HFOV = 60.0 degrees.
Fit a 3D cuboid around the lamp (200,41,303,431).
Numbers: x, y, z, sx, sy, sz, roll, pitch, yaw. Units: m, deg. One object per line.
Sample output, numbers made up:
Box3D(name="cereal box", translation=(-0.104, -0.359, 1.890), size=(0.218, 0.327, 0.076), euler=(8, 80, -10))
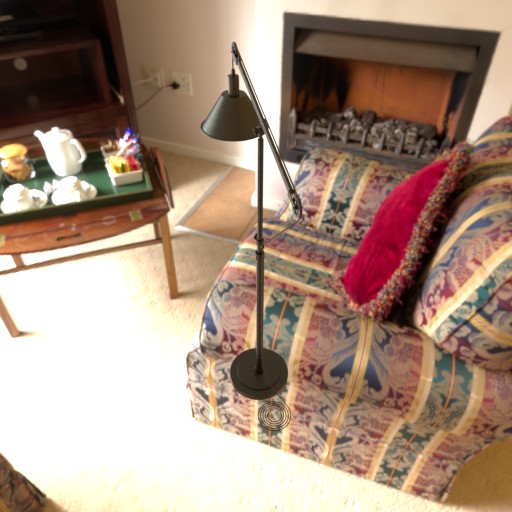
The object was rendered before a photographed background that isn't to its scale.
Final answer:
Box3D(name="lamp", translation=(0.000, 0.000, 1.960), size=(0.319, 1.626, 0.904), euler=(-11, 42, -13))
